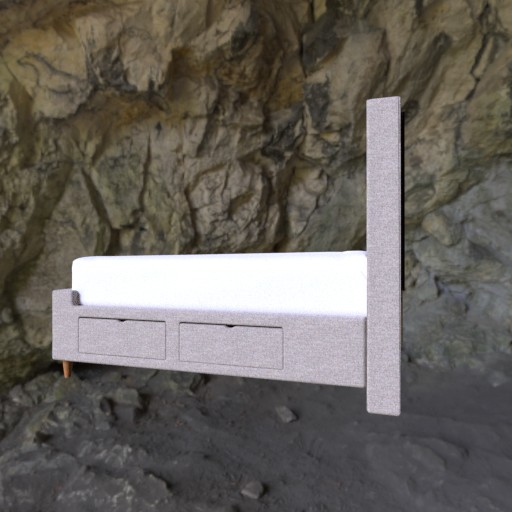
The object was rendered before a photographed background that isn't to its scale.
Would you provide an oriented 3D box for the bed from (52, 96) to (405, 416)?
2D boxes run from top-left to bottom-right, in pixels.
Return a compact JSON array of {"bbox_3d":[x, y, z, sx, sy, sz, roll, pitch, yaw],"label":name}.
[{"bbox_3d":[0.000,0.000,3.728,2.372,1.748,2.044,0,0,19],"label":"bed"}]
